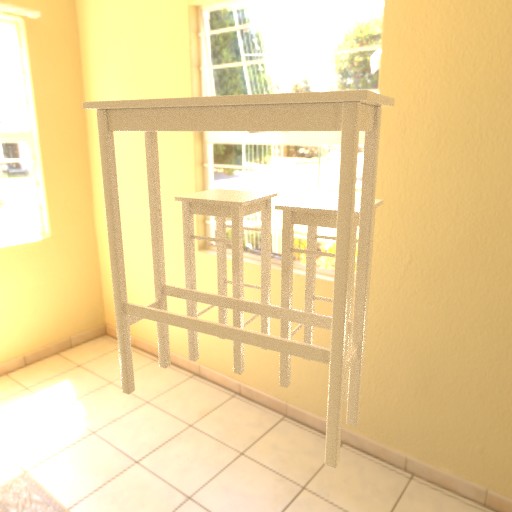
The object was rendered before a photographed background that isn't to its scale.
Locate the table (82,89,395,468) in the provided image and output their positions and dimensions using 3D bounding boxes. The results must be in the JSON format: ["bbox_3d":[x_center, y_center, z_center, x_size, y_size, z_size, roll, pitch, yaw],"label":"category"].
[{"bbox_3d":[0.000,0.000,1.630,0.915,1.065,0.650,8,18,27],"label":"table"}]
